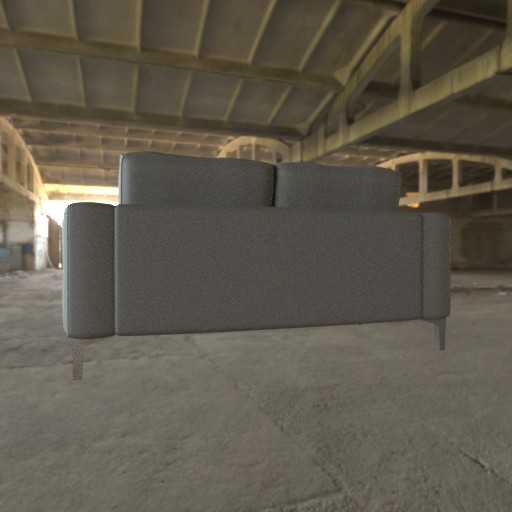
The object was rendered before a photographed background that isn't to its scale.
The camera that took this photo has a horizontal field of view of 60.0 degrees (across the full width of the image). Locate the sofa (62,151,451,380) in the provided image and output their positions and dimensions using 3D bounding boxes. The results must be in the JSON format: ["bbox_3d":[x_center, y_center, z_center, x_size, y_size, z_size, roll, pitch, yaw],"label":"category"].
[{"bbox_3d":[0.000,0.000,2.222,1.726,0.893,0.833,0,1,-18],"label":"sofa"}]
